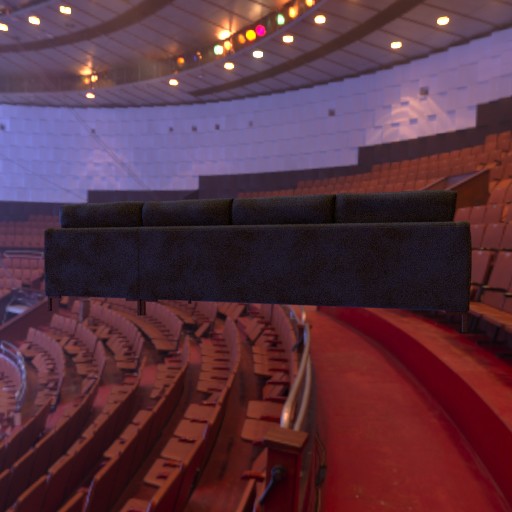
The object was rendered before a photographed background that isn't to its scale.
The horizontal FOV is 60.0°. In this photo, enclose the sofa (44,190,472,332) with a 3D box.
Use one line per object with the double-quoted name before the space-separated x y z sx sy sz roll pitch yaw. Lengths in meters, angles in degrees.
"sofa" 0.000 0.000 3.243 2.725 0.756 1.255 0 1 17
